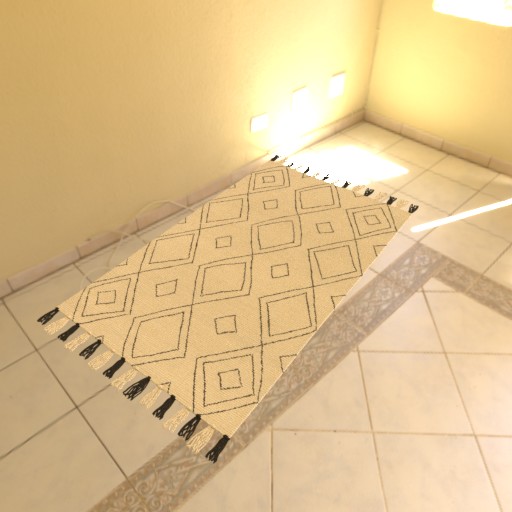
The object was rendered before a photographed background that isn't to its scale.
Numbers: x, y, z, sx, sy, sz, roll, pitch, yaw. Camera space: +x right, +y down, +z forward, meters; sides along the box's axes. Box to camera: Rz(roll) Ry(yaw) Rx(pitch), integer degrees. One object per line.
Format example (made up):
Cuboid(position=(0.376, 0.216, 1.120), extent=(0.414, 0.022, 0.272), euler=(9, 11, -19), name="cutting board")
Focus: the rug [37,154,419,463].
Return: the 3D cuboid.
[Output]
Cuboid(position=(0.000, 0.000, 3.340), extent=(1.524, 0.021, 2.755), euler=(27, 48, 27), name="rug")
